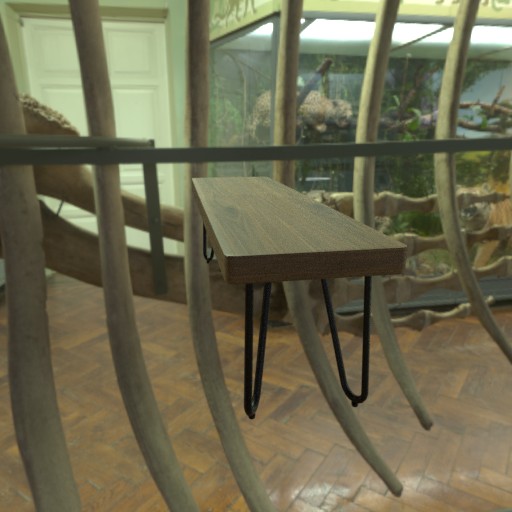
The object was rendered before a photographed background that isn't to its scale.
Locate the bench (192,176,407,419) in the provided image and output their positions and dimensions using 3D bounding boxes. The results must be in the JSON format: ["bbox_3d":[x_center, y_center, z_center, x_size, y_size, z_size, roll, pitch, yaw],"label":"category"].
[{"bbox_3d":[0.000,0.000,1.769,0.425,0.462,1.570,-3,16,-10],"label":"bench"}]
